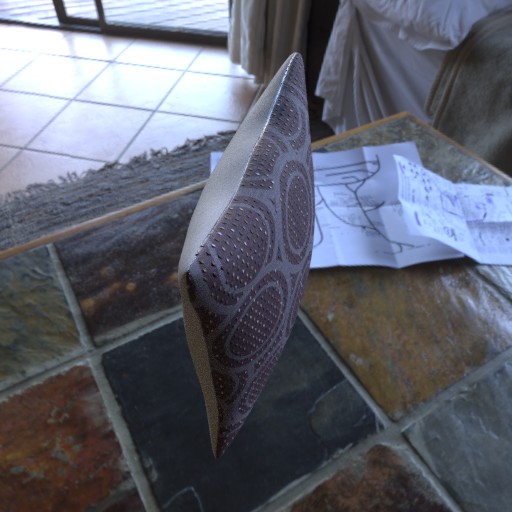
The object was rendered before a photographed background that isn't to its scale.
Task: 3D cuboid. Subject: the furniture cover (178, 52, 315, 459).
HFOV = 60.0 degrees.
[{"bbox_3d":[0.000,0.000,0.797,0.193,0.509,0.552,11,48,10],"label":"furniture cover"}]
